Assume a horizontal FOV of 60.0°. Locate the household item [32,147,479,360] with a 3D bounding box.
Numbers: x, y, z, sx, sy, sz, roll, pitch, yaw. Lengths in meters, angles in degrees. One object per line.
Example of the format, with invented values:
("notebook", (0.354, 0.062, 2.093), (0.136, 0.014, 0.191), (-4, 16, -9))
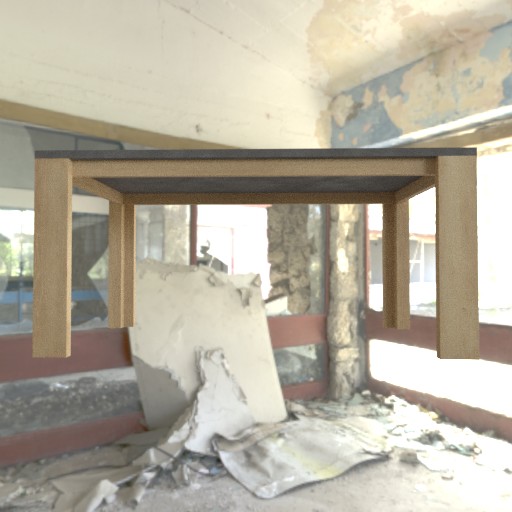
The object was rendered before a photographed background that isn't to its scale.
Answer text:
("household item", (0.000, 0.000, 2.019), (1.600, 0.755, 0.850), (0, -1, 2))
